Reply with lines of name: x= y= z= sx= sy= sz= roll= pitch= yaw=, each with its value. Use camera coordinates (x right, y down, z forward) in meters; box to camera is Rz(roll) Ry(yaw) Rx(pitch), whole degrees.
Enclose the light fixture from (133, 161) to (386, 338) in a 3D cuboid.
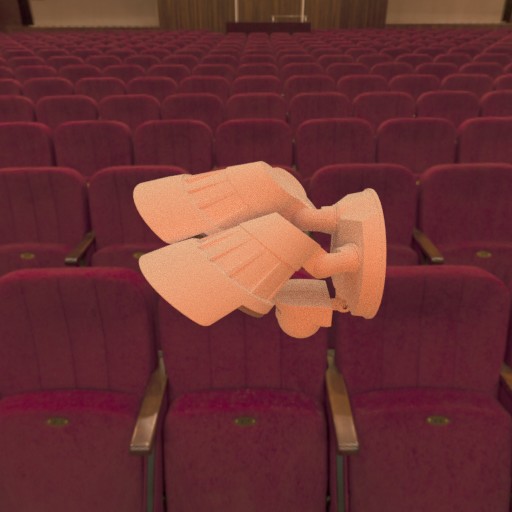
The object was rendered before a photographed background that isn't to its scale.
light fixture: x=0.000 y=0.000 z=0.554 sx=0.278 sy=0.237 sz=0.369 roll=0 pitch=27 yaw=0
